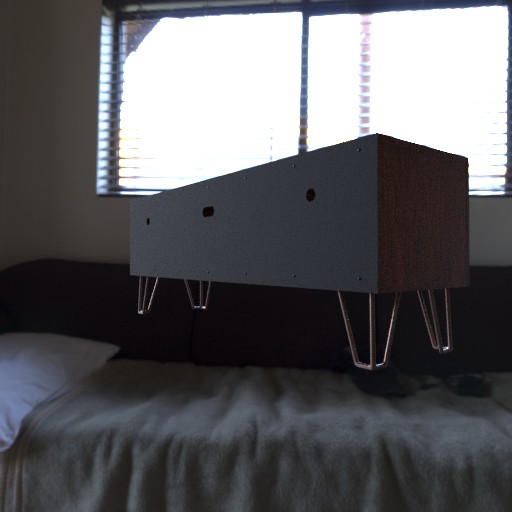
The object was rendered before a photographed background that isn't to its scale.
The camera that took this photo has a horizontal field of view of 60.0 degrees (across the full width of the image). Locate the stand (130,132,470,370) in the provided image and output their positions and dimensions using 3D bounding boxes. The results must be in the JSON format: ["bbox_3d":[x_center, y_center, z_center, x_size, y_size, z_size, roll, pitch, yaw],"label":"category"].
[{"bbox_3d":[0.000,0.000,1.900,0.481,0.610,1.626,0,-1,-37],"label":"stand"}]
